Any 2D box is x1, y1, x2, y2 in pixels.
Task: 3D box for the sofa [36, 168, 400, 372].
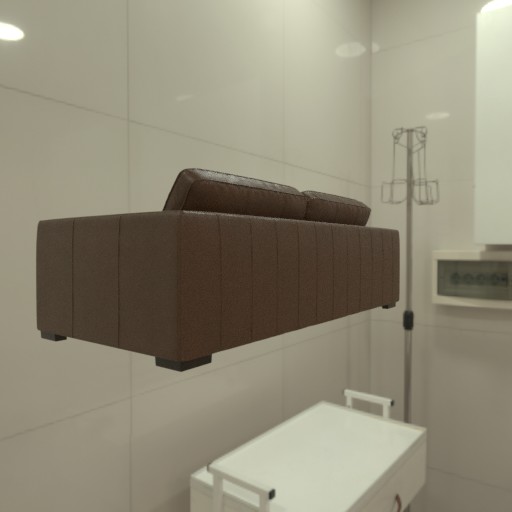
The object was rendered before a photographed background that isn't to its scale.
[{"bbox_3d":[0.000,0.000,2.768,1.070,0.801,2.262,1,1,37],"label":"sofa"}]
